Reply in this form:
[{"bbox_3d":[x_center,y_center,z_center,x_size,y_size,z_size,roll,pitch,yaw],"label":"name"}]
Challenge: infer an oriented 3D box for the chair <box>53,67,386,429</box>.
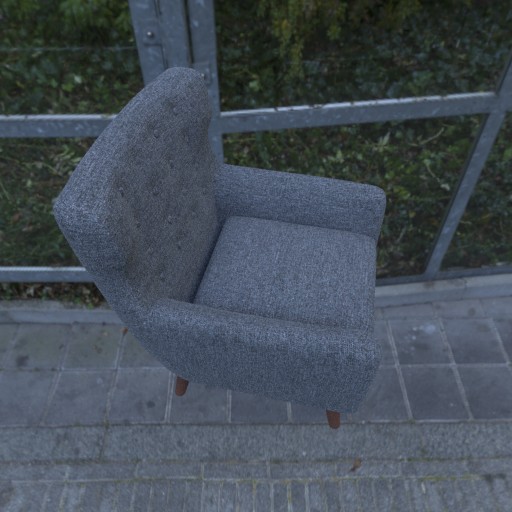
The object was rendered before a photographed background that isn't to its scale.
[{"bbox_3d":[0.000,0.000,1.669,0.940,1.039,0.889,9,47,9],"label":"chair"}]
